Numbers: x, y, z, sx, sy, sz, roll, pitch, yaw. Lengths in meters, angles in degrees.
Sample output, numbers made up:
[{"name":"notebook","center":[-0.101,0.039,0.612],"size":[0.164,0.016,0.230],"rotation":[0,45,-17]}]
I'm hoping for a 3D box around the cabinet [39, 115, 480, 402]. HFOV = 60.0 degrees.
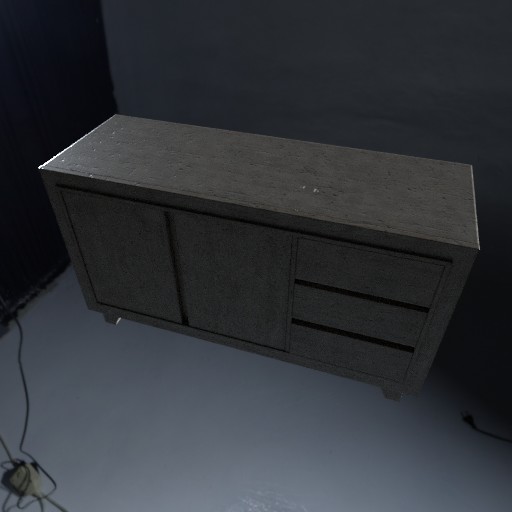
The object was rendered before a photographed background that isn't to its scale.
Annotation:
[{"name":"cabinet","center":[0.000,0.000,1.841],"size":[1.460,0.825,0.511],"rotation":[12,41,14]}]
